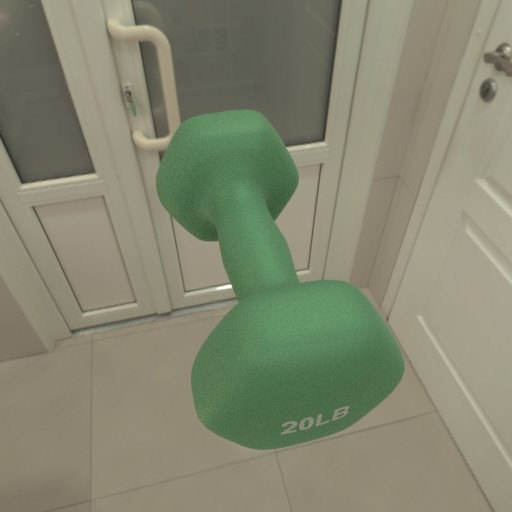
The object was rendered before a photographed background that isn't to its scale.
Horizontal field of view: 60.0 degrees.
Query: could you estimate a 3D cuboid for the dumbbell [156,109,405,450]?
[{"bbox_3d":[0.000,0.000,0.331,0.129,0.117,0.260,-10,47,-10],"label":"dumbbell"}]
